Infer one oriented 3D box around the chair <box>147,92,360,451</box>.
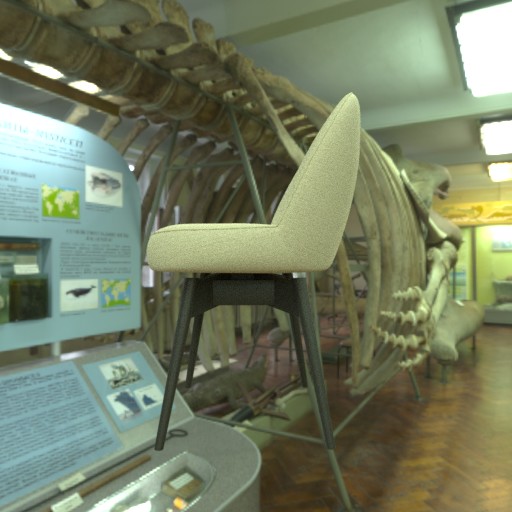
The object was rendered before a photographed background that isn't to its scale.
[{"bbox_3d":[0.000,0.000,1.195,0.540,0.838,0.532,0,0,-1],"label":"chair"}]
